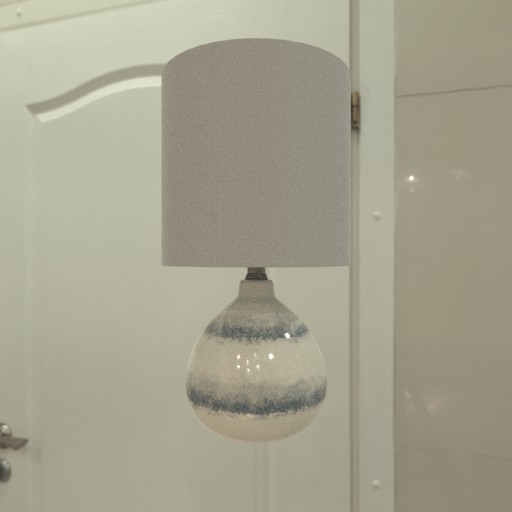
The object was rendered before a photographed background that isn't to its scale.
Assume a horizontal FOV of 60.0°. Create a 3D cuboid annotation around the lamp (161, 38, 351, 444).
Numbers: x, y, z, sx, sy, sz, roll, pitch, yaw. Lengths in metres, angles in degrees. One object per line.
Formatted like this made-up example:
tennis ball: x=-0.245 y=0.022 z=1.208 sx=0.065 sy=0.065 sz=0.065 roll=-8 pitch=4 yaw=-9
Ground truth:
lamp: x=0.000 y=0.000 z=0.518 sx=0.216 sy=0.404 sz=0.216 roll=0 pitch=0 yaw=18
